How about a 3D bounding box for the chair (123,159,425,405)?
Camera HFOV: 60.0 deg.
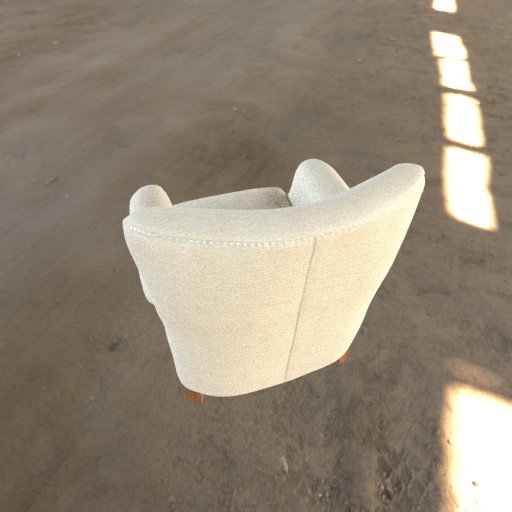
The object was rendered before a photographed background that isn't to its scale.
[{"bbox_3d":[0.000,0.000,1.653,0.861,0.936,0.921,-12,42,-13],"label":"chair"}]
